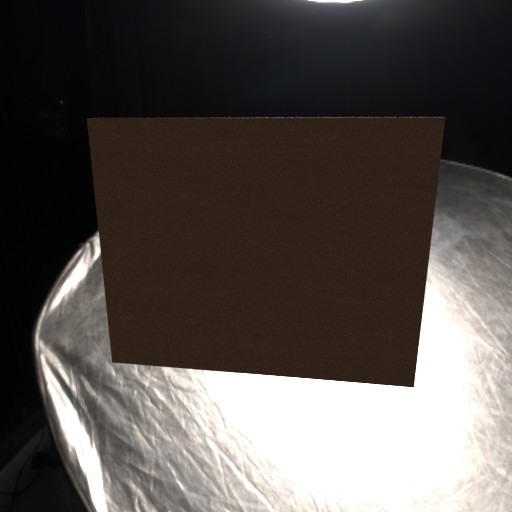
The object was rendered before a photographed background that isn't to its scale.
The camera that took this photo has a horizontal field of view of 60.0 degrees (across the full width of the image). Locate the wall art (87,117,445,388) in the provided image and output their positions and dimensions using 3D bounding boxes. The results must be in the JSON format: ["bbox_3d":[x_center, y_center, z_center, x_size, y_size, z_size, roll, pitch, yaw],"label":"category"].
[{"bbox_3d":[0.000,0.000,0.685,0.508,0.408,0.012,3,17,8],"label":"wall art"}]
